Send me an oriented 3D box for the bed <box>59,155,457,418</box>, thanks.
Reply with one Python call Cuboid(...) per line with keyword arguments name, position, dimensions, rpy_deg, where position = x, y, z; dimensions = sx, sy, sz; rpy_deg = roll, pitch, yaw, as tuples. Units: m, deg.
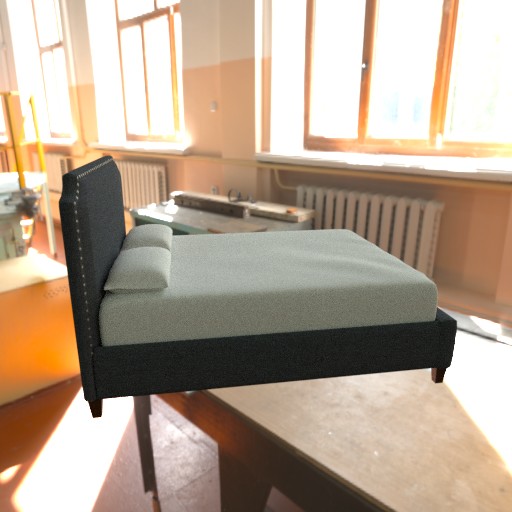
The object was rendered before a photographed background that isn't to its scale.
Cuboid(name="bed", position=(0.000, 0.000, 3.392), dimensions=(2.372, 1.443, 1.713), rpy_deg=(-3, 17, -9))
